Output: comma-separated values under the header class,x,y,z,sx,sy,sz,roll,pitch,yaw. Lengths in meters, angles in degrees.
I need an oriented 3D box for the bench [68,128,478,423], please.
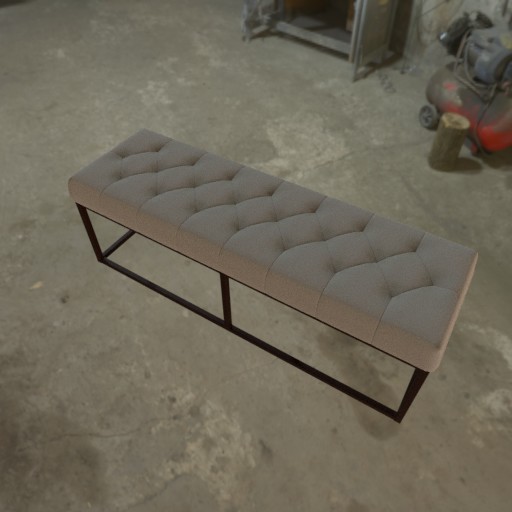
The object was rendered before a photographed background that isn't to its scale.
class,x,y,z,sx,sy,sz,roll,pitch,yaw
bench,0.000,0.000,1.761,1.488,0.488,0.479,24,51,21
